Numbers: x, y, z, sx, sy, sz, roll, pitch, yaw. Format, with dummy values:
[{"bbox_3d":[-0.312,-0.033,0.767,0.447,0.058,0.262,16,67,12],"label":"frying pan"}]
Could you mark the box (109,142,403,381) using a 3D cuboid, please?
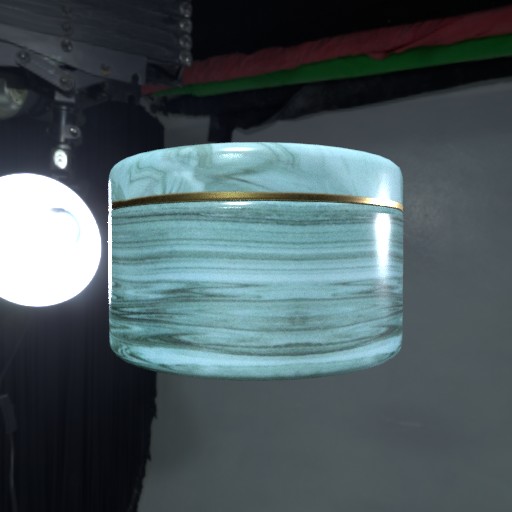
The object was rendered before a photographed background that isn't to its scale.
[{"bbox_3d":[0.000,0.000,0.161,0.101,0.063,0.101,0,1,0],"label":"box"}]
